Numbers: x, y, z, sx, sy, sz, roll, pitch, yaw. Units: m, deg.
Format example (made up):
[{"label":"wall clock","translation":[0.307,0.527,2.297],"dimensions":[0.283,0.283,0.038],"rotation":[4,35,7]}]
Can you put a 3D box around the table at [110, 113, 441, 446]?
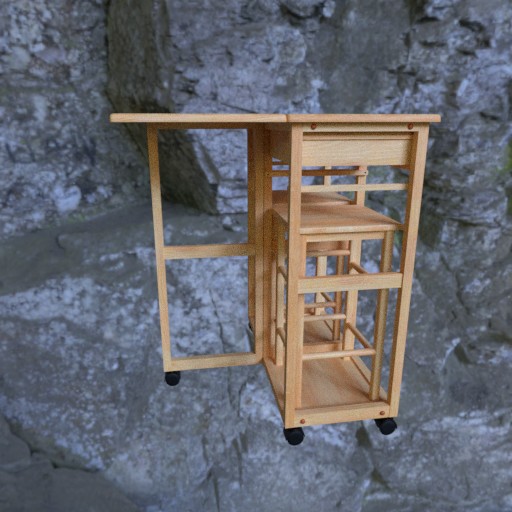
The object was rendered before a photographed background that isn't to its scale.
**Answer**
[{"label":"table","translation":[0.000,0.000,1.378],"dimensions":[0.693,0.832,0.752],"rotation":[-3,17,-9]}]
